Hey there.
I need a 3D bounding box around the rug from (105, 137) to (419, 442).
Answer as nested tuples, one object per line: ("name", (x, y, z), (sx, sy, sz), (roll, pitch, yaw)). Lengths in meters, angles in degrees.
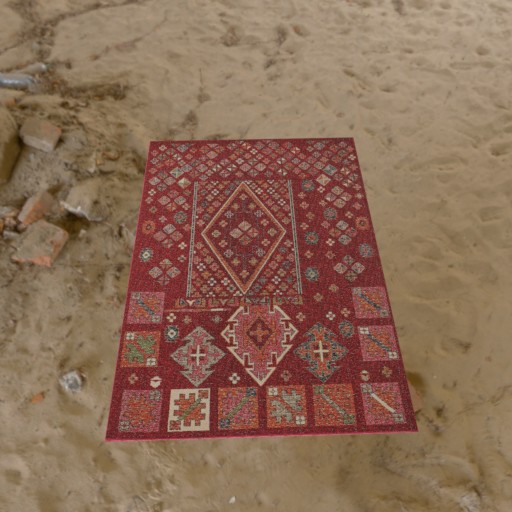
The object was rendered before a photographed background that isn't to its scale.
("rug", (0.000, 0.000, 4.281), (2.389, 0.011, 3.306), (-1, 56, -1))
